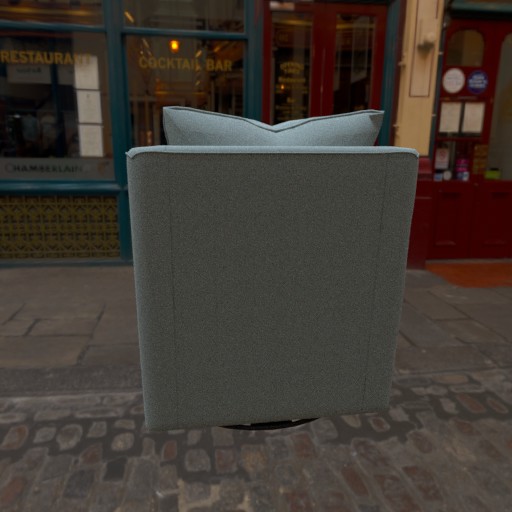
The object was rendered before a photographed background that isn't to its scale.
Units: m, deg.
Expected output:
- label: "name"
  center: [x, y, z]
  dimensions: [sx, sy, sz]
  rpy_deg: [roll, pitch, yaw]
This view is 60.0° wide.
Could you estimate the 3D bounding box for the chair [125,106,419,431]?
- label: "chair"
  center: [0.000, 0.000, 1.569]
  dimensions: [0.760, 0.926, 0.870]
  rpy_deg: [-2, 13, -8]
